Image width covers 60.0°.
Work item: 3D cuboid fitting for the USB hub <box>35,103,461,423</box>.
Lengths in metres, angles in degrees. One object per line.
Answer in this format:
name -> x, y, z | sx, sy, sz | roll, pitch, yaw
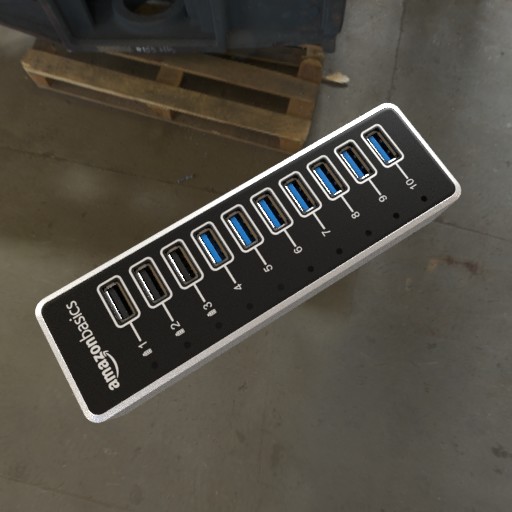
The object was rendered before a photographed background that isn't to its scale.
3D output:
USB hub -> 0.000, 0.000, 0.159 | 0.145, 0.023, 0.044 | -31, 77, -8
